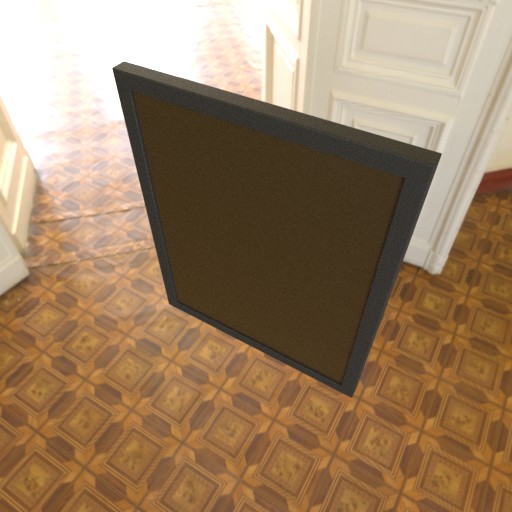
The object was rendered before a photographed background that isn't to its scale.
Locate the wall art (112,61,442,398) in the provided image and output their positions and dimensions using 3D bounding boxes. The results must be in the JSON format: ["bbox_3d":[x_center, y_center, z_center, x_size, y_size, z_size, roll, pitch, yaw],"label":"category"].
[{"bbox_3d":[0.000,0.000,0.760,0.457,0.558,0.028,23,52,20],"label":"wall art"}]
